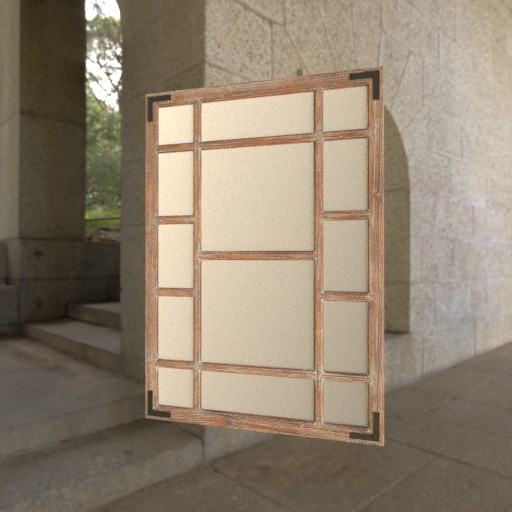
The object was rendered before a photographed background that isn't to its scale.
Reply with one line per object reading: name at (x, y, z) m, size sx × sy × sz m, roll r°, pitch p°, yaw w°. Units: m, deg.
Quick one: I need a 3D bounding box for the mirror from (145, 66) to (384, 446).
mirror at (0.000, 0.000, 1.271) m, size 0.705 × 0.996 × 0.025 m, roll 0°, pitch 0°, yaw 17°
